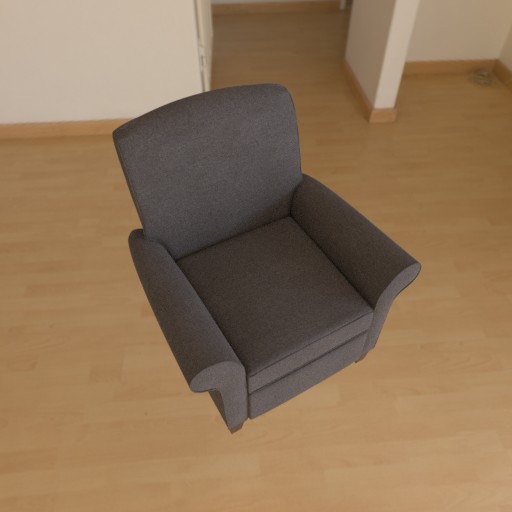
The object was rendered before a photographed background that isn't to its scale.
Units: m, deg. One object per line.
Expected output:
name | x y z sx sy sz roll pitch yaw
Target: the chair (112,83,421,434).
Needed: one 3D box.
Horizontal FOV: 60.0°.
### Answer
chair | 0.000 0.000 1.845 0.978 1.061 0.905 -23 51 -20
